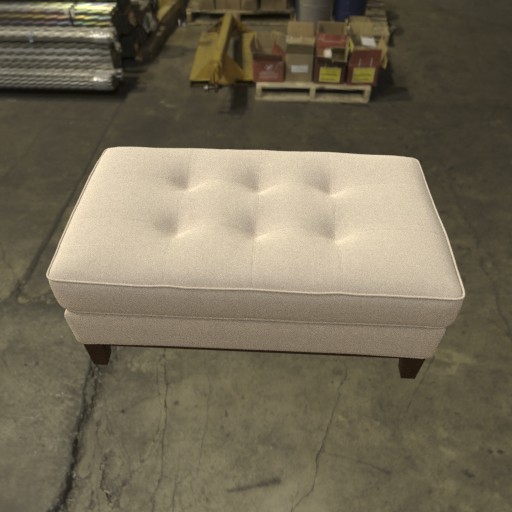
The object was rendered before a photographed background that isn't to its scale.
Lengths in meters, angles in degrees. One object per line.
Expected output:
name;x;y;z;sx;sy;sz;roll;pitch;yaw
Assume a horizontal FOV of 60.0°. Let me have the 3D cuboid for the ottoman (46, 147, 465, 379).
ottoman;0.000;0.000;1.520;1.143;0.508;0.648;2;47;2
